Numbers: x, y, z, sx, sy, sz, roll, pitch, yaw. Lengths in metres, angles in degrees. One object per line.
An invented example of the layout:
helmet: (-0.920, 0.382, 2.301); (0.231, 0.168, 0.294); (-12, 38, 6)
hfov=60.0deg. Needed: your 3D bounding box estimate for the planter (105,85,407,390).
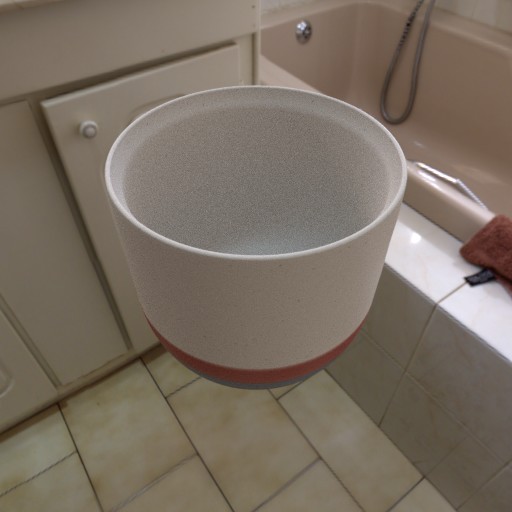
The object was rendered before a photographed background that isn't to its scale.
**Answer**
planter: (0.000, 0.000, 0.495); (0.268, 0.270, 0.268); (0, 46, 0)
